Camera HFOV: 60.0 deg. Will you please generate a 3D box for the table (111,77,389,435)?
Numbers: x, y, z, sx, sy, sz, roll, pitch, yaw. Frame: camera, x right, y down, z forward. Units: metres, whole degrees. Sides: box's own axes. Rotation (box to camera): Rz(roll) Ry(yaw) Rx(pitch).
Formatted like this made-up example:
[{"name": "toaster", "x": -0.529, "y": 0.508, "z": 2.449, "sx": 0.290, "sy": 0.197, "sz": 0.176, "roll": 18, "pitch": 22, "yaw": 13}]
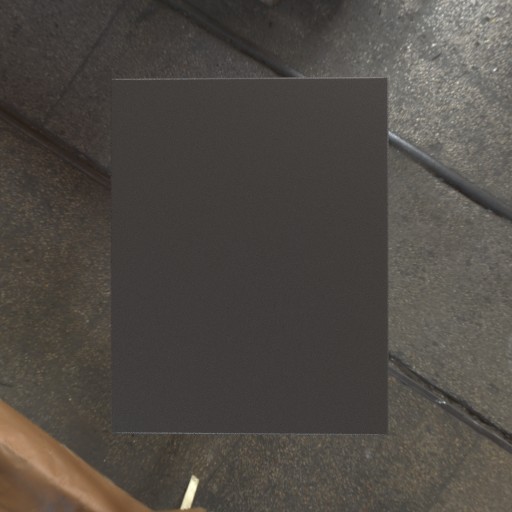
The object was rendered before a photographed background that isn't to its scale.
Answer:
[{"name": "table", "x": 0.000, "y": 0.000, "z": 1.020, "sx": 0.451, "sy": 0.646, "sz": 0.564, "roll": 0, "pitch": 90, "yaw": 1}]
